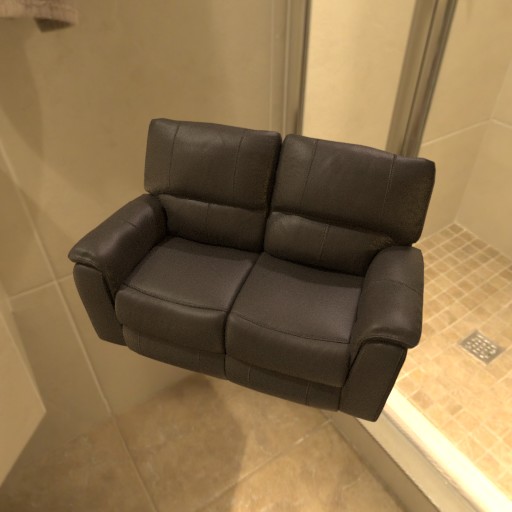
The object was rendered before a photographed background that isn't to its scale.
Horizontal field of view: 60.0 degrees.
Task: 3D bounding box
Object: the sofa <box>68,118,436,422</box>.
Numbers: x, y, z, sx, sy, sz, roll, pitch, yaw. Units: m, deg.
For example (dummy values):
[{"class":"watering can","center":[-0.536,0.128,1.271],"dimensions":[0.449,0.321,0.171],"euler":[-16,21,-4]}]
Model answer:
[{"class":"sofa","center":[0.000,0.000,2.469],"dimensions":[1.765,1.111,1.104],"euler":[13,42,15]}]
